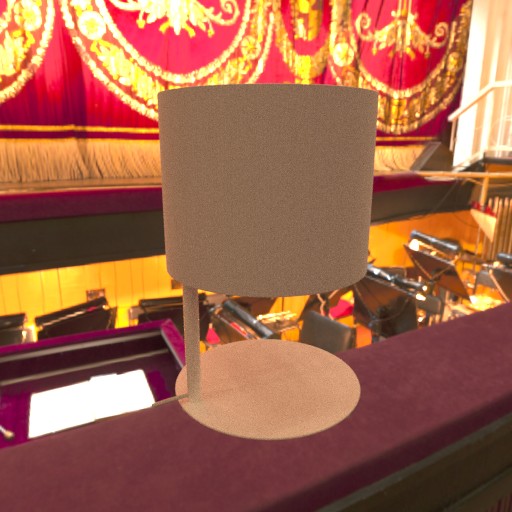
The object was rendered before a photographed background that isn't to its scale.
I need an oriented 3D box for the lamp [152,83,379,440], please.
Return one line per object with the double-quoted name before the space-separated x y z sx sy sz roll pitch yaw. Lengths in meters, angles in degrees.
"lamp" 0.000 0.000 0.664 0.341 0.454 0.299 -8 17 -26
